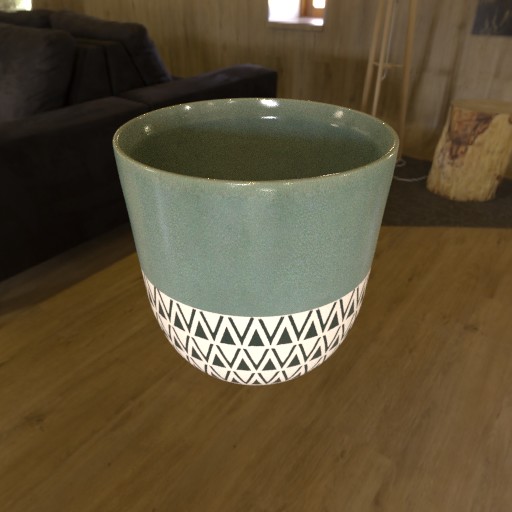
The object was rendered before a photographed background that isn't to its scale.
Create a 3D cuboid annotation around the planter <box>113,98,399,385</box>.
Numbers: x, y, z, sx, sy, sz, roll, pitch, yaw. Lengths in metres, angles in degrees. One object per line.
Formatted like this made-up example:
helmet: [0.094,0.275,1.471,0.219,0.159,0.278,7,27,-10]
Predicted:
planter: [0.000,0.000,0.374,0.198,0.214,0.198,0,32,0]
